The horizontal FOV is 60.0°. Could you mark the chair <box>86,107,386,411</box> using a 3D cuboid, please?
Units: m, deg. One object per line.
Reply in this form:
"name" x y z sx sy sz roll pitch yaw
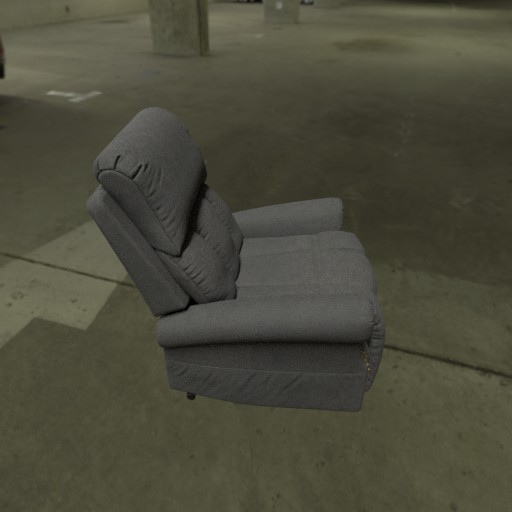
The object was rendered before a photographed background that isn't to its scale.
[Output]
"chair" 0.000 0.000 1.759 0.979 1.031 0.871 1 33 1
